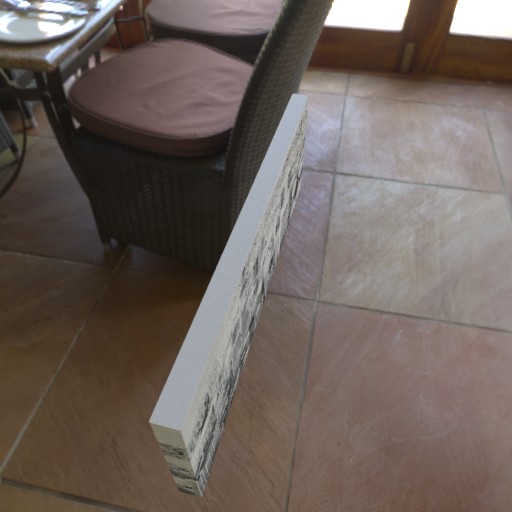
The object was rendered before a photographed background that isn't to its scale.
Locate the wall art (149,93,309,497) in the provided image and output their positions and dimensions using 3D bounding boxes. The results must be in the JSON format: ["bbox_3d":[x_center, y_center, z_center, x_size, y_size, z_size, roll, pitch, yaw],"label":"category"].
[{"bbox_3d":[0.000,0.000,0.821,0.038,0.255,0.763,11,48,10],"label":"wall art"}]
